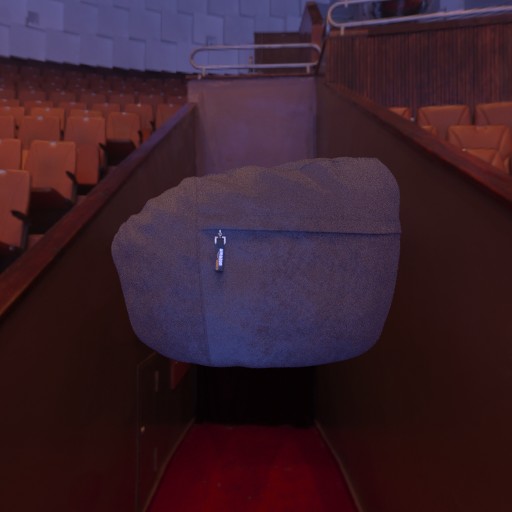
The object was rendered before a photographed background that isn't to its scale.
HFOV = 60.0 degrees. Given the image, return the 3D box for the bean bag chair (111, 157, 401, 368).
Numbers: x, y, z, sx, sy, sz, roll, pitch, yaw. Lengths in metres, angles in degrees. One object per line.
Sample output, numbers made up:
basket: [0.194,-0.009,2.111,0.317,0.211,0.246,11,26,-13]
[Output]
bean bag chair: [0.000,0.000,2.060,1.245,0.821,1.245,0,0,0]
